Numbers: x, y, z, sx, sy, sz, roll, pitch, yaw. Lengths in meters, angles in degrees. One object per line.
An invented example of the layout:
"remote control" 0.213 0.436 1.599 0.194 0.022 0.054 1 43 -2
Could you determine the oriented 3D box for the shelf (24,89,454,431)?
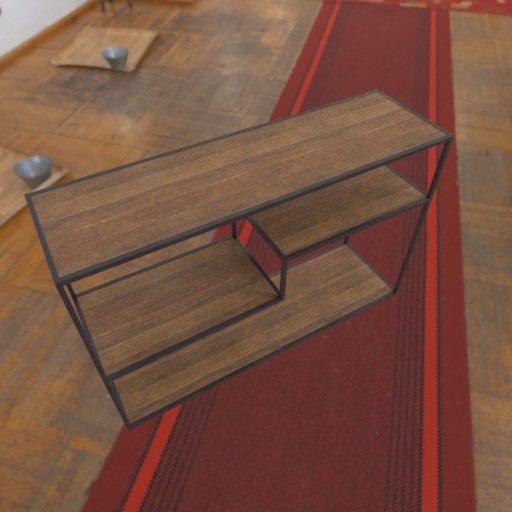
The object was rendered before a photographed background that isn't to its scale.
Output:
"shelf" 0.000 0.000 1.536 1.201 0.765 0.361 -23 50 -20
